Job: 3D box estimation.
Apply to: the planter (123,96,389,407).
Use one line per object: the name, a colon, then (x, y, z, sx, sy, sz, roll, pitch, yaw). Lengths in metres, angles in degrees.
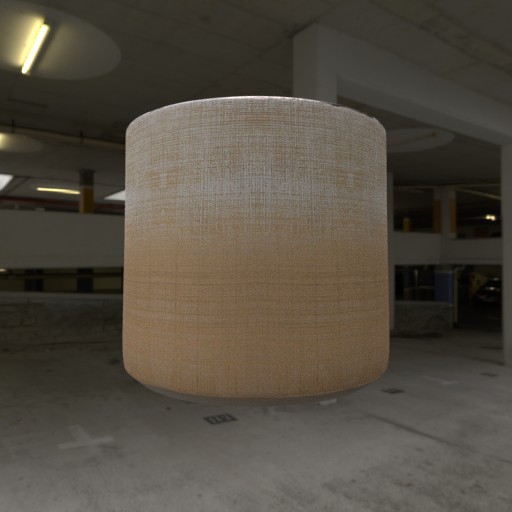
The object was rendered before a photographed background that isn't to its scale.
planter: (0.000, 0.000, 0.384, 0.221, 0.201, 0.221, 0, -1, 0)
